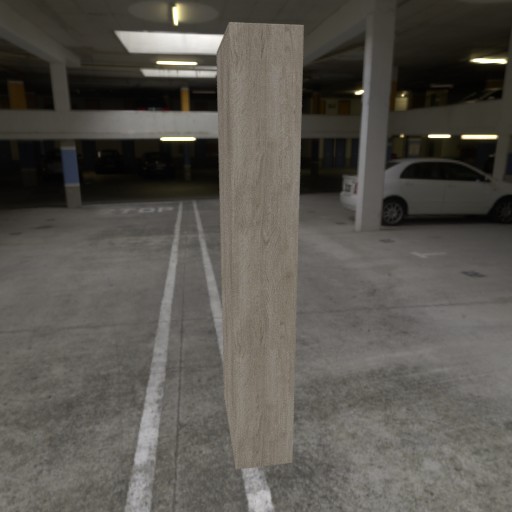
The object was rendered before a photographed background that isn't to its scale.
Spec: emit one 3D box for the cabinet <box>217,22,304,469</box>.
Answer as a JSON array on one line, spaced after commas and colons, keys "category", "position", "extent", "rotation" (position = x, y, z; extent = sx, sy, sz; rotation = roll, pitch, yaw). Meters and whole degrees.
[{"category": "cabinet", "position": [0.000, 0.000, 1.834], "extent": [0.250, 1.630, 0.520], "rotation": [-2, 16, -9]}]
